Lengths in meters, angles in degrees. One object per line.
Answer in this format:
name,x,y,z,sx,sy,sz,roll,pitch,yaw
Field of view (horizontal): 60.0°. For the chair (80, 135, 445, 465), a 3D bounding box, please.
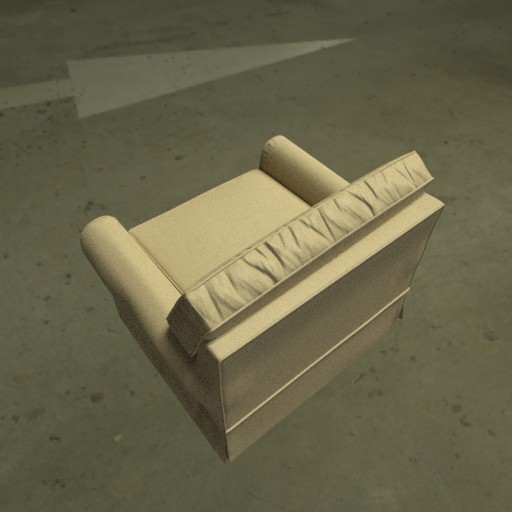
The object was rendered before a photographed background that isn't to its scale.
chair,0.000,0.000,1.792,1.096,0.937,0.903,-31,54,-25
